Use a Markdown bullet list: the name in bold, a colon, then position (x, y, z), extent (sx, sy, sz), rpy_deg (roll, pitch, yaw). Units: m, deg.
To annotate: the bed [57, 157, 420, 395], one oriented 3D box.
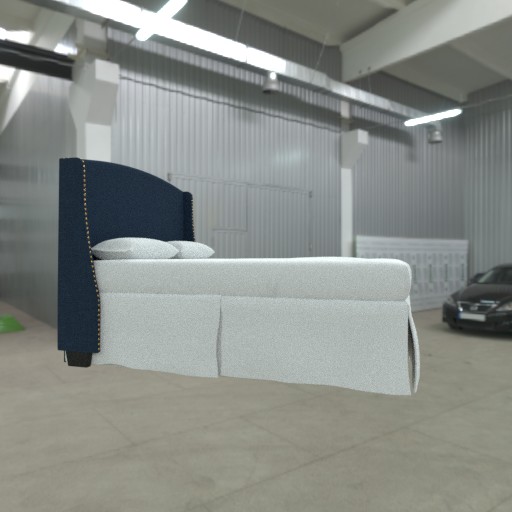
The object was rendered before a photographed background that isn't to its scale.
- **bed**: position (0.000, 0.000, 3.265), extent (2.223, 1.402, 1.604), rpy_deg (0, 0, 18)
